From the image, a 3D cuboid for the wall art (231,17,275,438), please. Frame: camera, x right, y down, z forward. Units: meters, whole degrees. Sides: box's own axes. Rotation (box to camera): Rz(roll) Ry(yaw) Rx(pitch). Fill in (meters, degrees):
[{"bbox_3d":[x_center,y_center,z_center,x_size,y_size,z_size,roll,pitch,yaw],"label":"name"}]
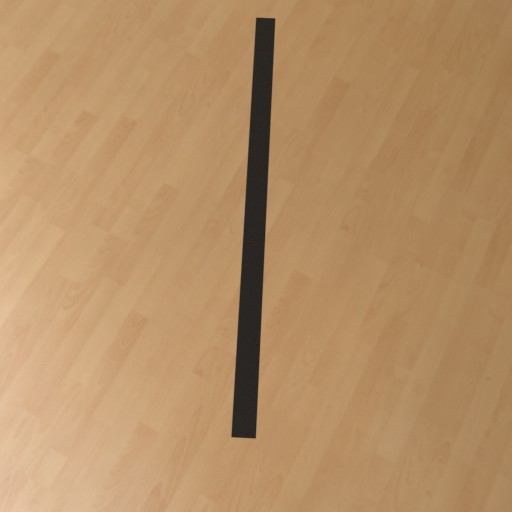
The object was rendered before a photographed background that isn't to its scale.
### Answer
[{"bbox_3d":[0.000,0.000,0.455,0.015,0.304,0.306,3,76,1],"label":"wall art"}]
